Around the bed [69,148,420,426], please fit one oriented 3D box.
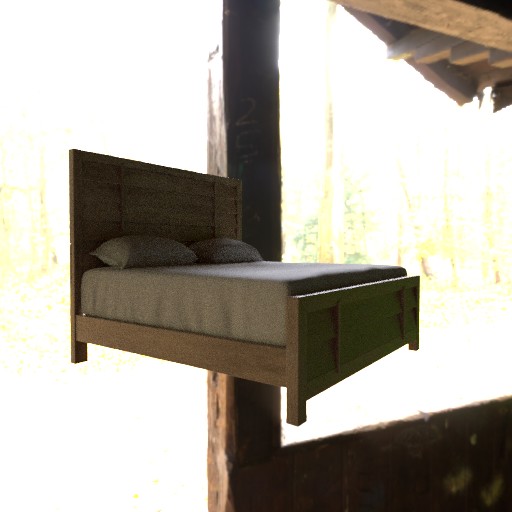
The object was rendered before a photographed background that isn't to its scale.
[{"bbox_3d":[0.000,0.000,3.586,2.032,1.626,2.032,1,2,36],"label":"bed"}]
